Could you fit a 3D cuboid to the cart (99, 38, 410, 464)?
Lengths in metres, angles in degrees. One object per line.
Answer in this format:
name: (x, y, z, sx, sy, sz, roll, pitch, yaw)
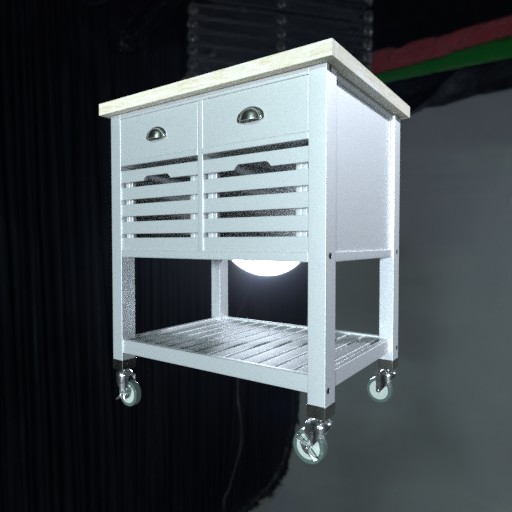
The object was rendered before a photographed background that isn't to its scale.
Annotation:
cart: (0.000, 0.000, 1.359, 0.762, 0.914, 0.559, 1, 2, 35)
